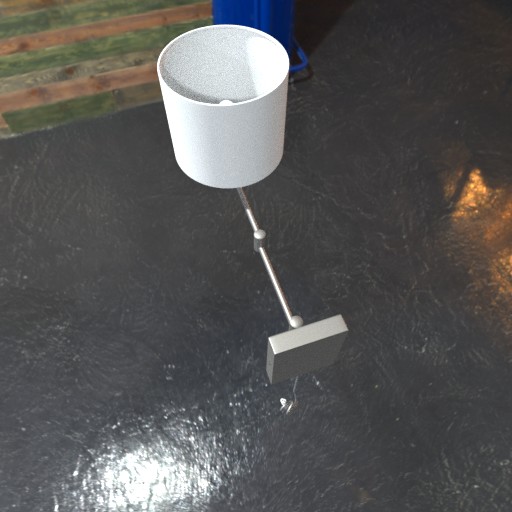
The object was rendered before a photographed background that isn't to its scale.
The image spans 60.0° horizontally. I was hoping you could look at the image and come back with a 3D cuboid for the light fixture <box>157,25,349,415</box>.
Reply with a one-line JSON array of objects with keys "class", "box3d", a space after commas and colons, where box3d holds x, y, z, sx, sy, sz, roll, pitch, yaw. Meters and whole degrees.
[{"class": "light fixture", "box3d": [0.000, 0.000, 0.880, 0.203, 0.651, 0.516, -16, 59, -10]}]
